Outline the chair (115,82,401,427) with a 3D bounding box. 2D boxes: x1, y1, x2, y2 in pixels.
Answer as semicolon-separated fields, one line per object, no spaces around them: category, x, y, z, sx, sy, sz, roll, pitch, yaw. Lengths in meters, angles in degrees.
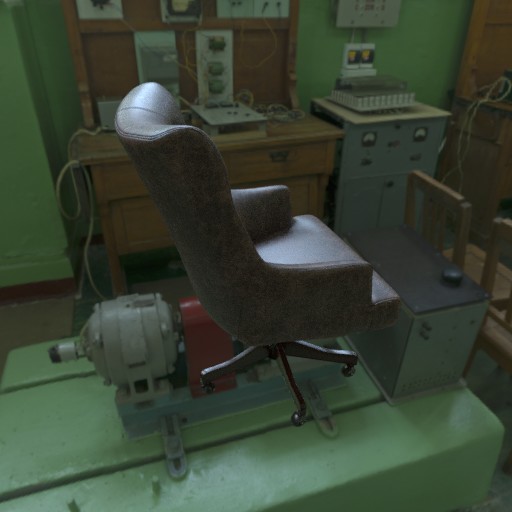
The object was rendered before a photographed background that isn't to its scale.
chair;0.000;0.000;1.477;0.762;1.035;0.641;-10;32;-16
